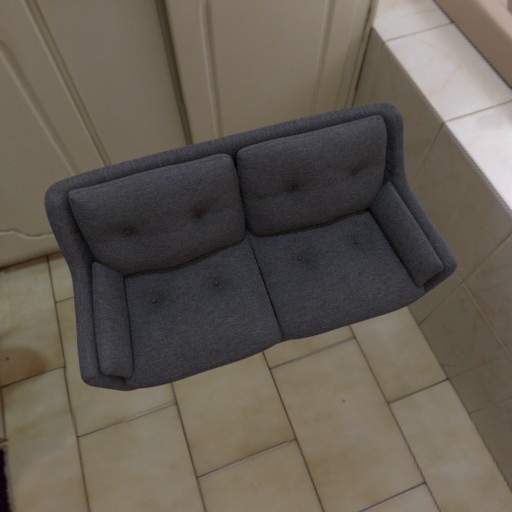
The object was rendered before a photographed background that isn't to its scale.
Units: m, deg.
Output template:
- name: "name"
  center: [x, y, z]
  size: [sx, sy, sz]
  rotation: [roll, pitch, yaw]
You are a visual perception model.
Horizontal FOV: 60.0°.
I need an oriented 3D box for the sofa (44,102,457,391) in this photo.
- name: "sofa"
  center: [0.000, 0.000, 2.403]
  size: [1.929, 0.896, 0.975]
  rotation: [-16, 64, -8]
